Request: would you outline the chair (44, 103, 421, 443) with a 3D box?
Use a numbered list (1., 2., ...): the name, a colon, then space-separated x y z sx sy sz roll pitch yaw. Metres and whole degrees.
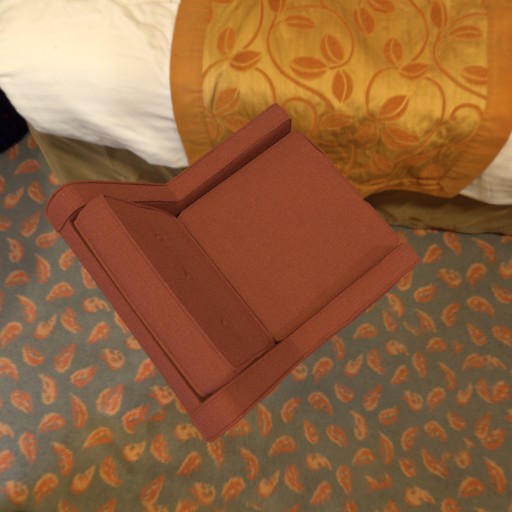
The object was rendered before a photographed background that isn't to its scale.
1. chair: 0.000 0.000 1.365 0.770 0.812 0.680 -38 78 -9
